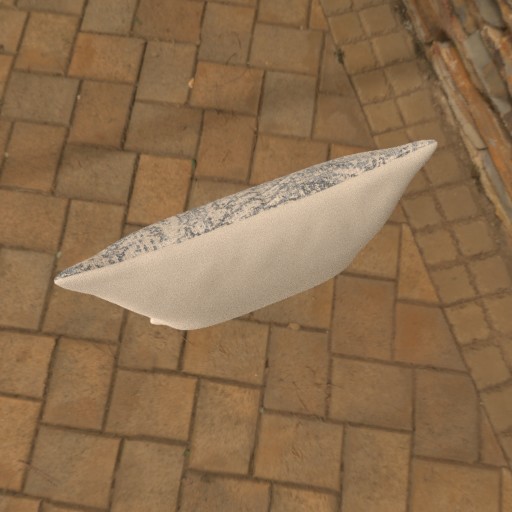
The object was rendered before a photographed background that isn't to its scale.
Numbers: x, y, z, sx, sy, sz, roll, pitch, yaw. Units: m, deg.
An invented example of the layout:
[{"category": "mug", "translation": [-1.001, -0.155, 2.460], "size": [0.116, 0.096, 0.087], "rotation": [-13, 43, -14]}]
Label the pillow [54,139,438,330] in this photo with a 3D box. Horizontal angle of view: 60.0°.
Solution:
[{"category": "pillow", "translation": [0.000, 0.000, 0.800], "size": [0.523, 0.510, 0.166], "rotation": [-21, 76, -5]}]
